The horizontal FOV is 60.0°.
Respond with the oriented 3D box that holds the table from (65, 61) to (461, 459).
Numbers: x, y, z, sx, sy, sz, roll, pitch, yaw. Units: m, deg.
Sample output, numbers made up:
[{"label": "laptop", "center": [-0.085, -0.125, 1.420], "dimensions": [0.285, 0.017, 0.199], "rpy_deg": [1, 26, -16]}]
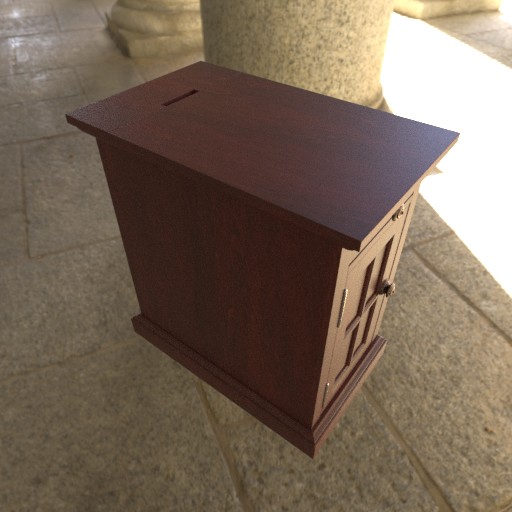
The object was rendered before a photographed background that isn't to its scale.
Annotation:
[{"label": "table", "center": [0.000, 0.000, 0.965], "dimensions": [0.584, 0.612, 0.356], "rpy_deg": [27, 48, 27]}]
